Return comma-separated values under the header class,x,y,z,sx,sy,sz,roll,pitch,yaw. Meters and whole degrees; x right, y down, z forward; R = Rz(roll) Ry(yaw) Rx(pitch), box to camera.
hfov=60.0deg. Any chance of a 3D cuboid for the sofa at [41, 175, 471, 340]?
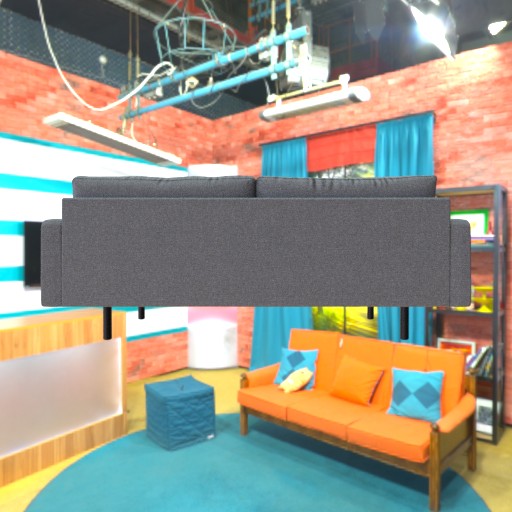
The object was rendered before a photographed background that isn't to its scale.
class,x,y,z,sx,sy,sz,roll,pitch,yaw
sofa,0.000,0.000,2.691,2.200,0.880,0.880,0,1,0
